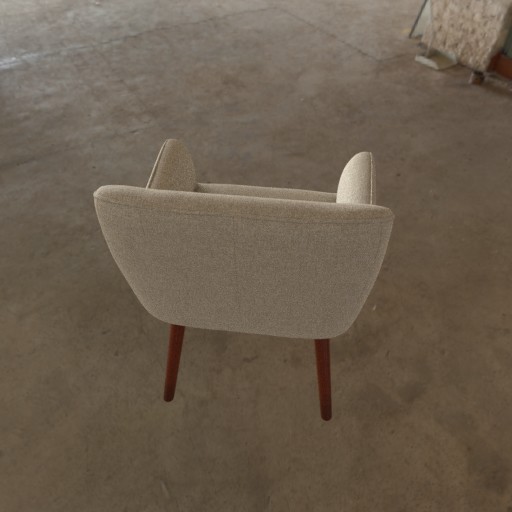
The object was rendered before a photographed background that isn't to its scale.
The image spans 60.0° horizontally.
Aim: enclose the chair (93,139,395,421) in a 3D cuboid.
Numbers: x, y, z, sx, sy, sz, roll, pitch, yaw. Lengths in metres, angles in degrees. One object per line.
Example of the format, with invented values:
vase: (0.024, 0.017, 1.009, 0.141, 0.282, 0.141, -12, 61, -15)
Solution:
chair: (0.000, 0.000, 1.213, 0.610, 0.813, 0.610, 5, 46, 5)
